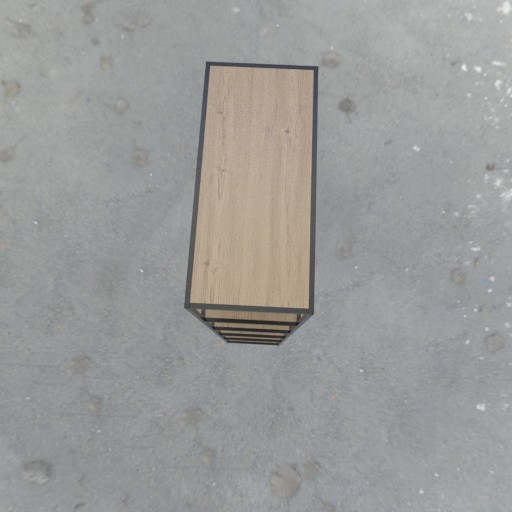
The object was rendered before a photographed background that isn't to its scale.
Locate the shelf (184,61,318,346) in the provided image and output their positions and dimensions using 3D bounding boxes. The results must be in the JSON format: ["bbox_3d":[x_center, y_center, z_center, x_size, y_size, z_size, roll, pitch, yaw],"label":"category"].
[{"bbox_3d":[0.000,0.000,2.181,0.350,1.850,0.770,3,76,1],"label":"shelf"}]
